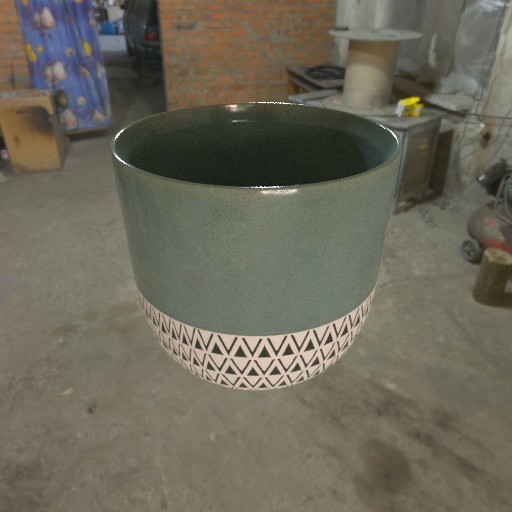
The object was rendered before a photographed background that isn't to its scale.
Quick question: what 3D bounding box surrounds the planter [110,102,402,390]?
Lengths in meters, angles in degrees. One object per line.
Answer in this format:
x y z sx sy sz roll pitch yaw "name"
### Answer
0.000 0.000 0.488 0.266 0.270 0.266 0 31 0 "planter"
